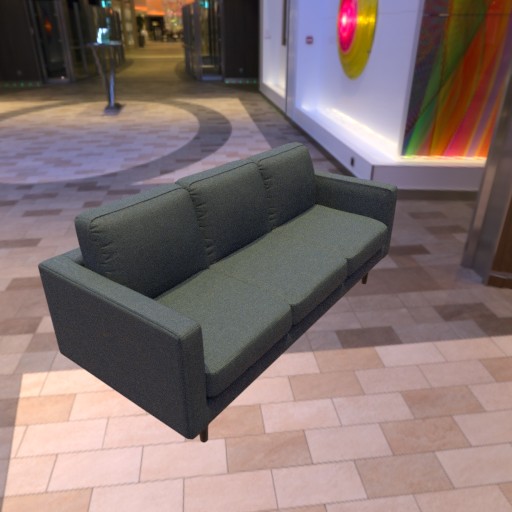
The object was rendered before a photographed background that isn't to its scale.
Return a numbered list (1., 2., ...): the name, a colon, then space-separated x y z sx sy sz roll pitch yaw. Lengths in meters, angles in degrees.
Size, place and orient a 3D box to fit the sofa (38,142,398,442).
1. sofa: 0.000 0.000 2.545 0.935 0.945 2.013 19 33 32
